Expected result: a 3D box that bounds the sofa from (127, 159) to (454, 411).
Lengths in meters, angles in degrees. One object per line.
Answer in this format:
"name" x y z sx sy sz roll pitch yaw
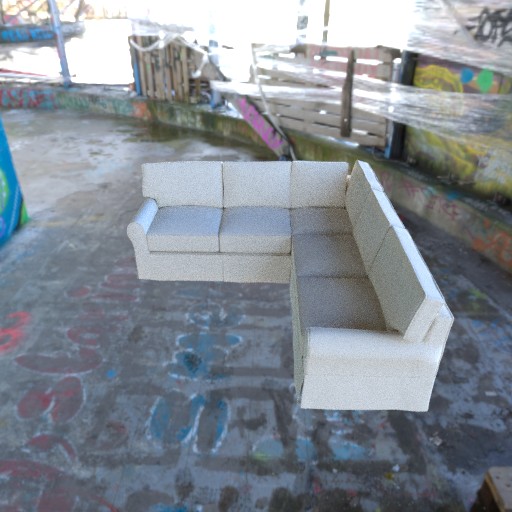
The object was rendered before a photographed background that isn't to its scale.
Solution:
"sofa" 0.000 0.000 4.062 2.591 1.070 2.597 1 31 1
